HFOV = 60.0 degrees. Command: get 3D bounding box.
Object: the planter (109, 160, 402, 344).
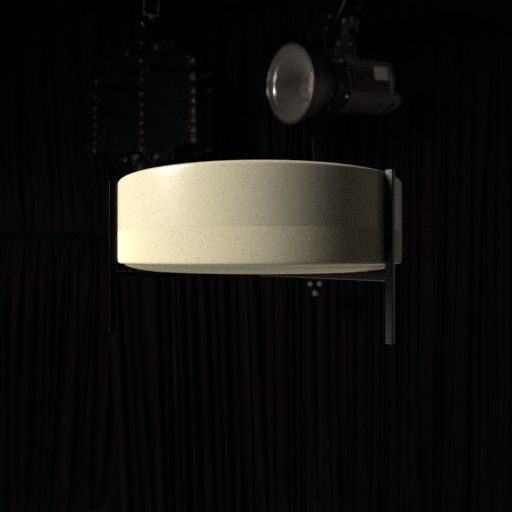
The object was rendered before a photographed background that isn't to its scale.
[{"bbox_3d":[0.000,0.000,0.548,0.345,0.171,0.336,0,0,-17],"label":"planter"}]
